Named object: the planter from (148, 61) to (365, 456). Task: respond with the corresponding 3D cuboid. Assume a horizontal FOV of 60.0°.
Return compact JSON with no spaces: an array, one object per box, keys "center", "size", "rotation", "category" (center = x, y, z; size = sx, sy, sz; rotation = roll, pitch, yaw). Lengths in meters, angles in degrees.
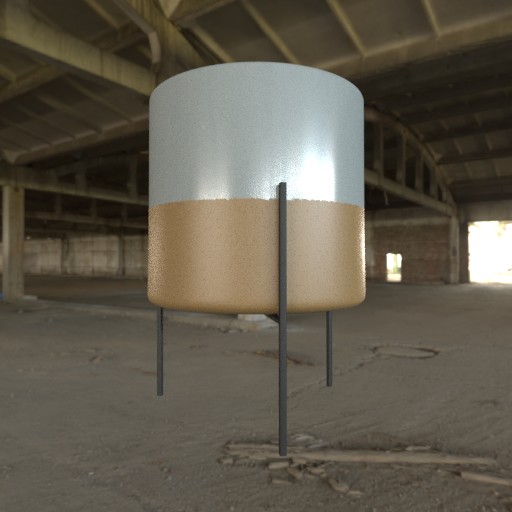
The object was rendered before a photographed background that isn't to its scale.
[{"center":[0.000,0.000,0.641],"size":[0.310,0.432,0.310],"rotation":[0,-1,35],"category":"planter"}]
